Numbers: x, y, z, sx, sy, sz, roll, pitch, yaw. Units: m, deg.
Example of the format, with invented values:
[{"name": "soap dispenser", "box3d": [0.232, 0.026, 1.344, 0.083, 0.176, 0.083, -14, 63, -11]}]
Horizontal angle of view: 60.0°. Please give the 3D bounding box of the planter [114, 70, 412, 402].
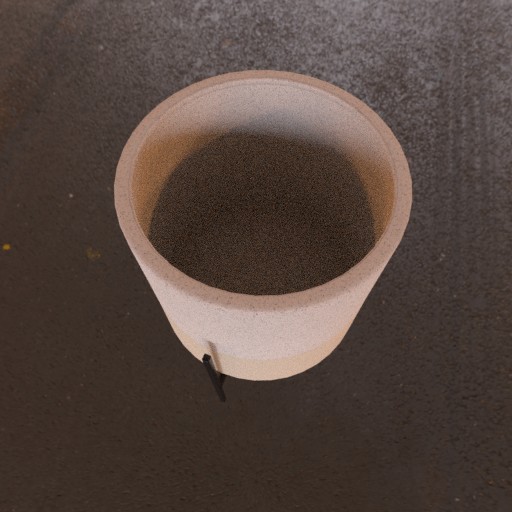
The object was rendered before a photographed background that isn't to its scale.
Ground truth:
[{"name": "planter", "box3d": [0.000, 0.000, 0.653, 0.313, 0.423, 0.335, -36, 69, -16]}]
